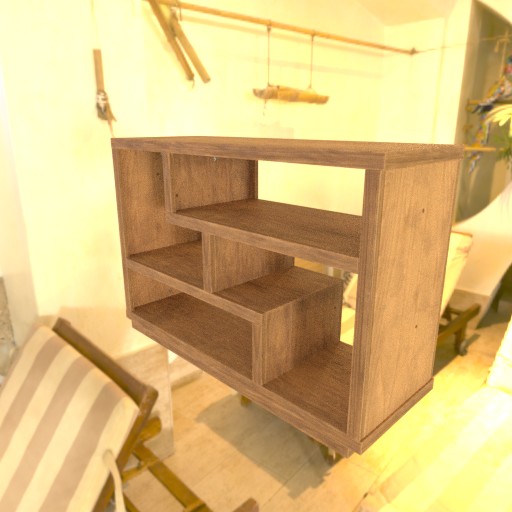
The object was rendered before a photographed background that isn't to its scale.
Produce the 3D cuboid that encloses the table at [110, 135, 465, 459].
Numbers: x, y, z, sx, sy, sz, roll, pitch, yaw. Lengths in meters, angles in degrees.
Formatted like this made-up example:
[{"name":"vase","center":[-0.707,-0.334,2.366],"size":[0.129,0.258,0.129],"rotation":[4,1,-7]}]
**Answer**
[{"name":"table","center":[0.000,0.000,1.529],"size":[0.410,0.771,1.151],"rotation":[-16,23,-42]}]
